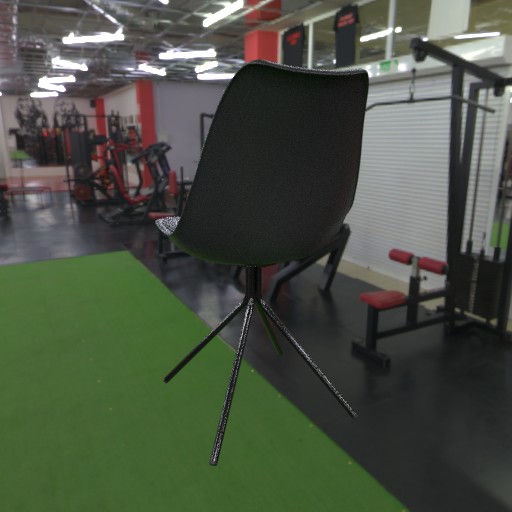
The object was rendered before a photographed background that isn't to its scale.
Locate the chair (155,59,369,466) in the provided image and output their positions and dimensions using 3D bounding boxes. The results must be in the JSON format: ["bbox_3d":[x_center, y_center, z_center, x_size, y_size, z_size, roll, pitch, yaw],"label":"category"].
[{"bbox_3d":[0.000,0.000,1.141,0.461,0.850,0.525,-7,16,-25],"label":"chair"}]
